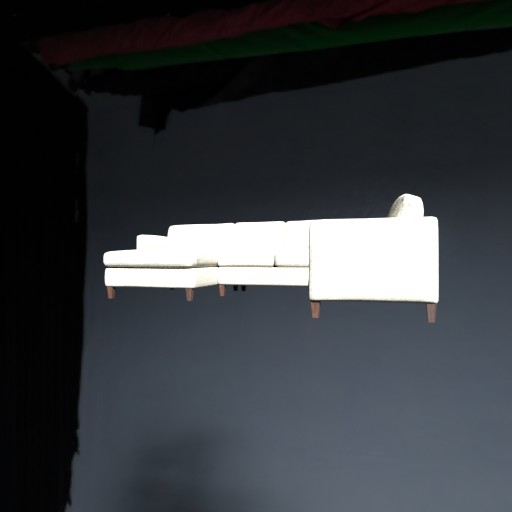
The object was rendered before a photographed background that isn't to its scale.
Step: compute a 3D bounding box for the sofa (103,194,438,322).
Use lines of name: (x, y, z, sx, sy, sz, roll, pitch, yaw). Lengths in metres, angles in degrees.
sofa: (0.000, 0.000, 4.805, 3.460, 0.959, 2.593, 0, 0, 17)
